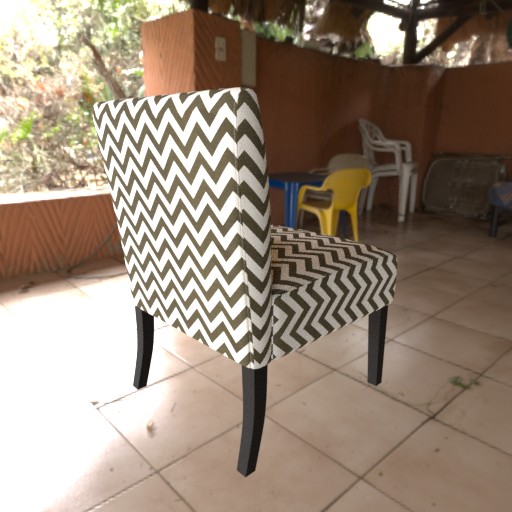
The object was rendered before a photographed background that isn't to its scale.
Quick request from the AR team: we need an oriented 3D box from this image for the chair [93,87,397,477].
[{"bbox_3d":[0.000,0.000,1.269,0.648,0.838,0.589,-15,21,-41],"label":"chair"}]
